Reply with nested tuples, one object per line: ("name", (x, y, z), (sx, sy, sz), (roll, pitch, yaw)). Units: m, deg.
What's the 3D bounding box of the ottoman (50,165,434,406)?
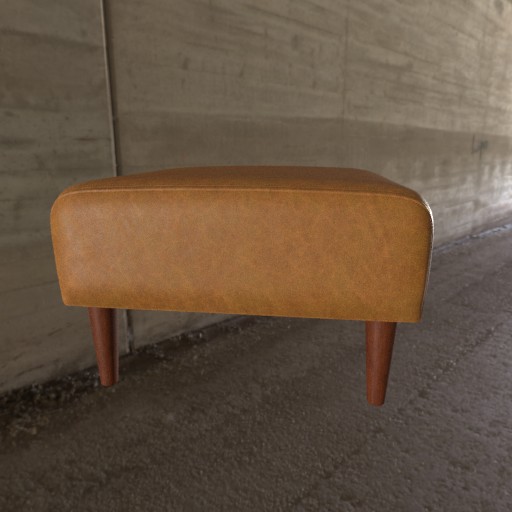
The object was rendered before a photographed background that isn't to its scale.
("ottoman", (0.000, 0.000, 1.034), (0.650, 0.399, 0.650), (2, 14, 8))
